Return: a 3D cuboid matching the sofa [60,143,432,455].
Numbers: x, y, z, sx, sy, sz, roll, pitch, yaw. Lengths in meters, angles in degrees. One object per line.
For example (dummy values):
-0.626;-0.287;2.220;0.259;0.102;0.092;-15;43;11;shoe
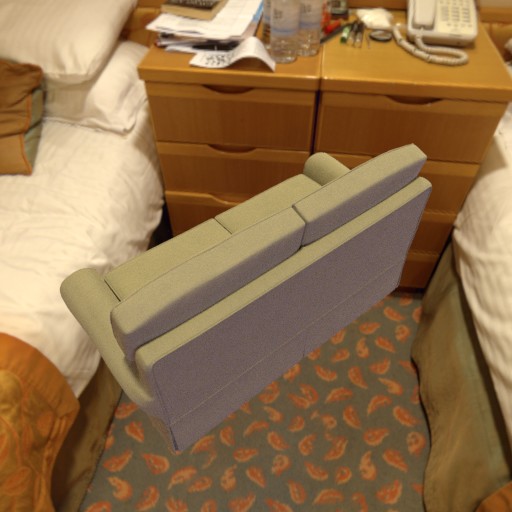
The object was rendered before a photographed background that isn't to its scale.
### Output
0.000;0.000;2.344;1.823;1.024;0.841;-30;53;-26;sofa
